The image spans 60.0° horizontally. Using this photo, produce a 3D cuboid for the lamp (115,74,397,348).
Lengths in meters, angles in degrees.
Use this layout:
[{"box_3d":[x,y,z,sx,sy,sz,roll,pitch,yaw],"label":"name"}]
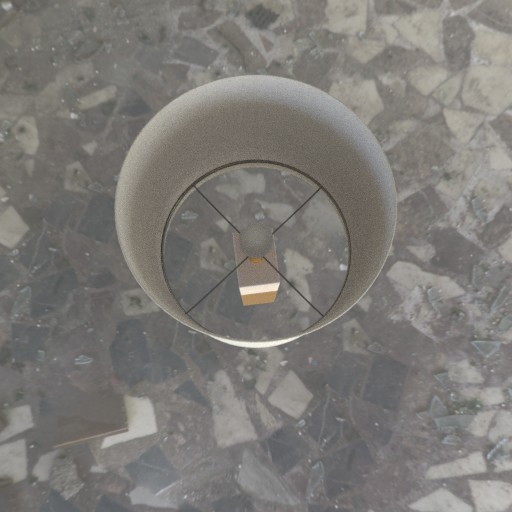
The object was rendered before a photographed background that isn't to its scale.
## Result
[{"box_3d":[0.000,0.000,0.562,0.229,0.417,0.229,-7,77,-2],"label":"lamp"}]
